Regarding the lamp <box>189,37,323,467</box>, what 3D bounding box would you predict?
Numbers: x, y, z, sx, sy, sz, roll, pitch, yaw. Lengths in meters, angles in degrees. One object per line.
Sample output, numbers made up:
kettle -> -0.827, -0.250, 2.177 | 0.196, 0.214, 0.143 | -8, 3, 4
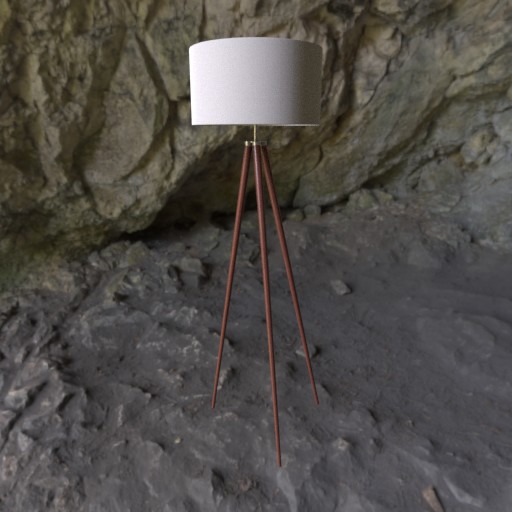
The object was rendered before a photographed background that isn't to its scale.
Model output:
lamp -> 0.000, 0.000, 1.824 | 0.483, 1.553, 0.483 | 8, 17, 25
